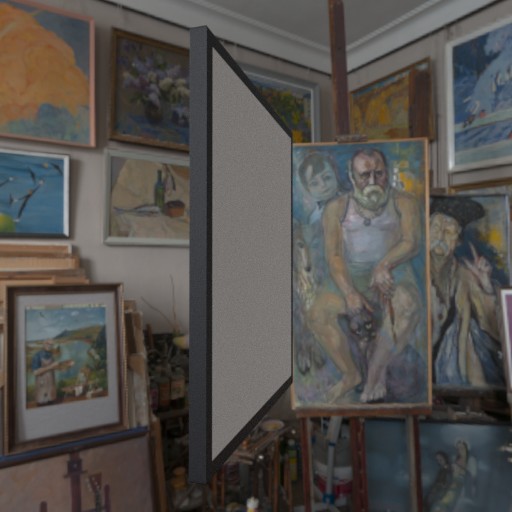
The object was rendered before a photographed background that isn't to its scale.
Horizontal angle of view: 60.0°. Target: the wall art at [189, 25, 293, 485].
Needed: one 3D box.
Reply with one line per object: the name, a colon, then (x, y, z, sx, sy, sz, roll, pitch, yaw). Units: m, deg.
wall art: (0.000, 0.000, 0.698, 0.021, 0.509, 0.430, 0, -1, 17)
